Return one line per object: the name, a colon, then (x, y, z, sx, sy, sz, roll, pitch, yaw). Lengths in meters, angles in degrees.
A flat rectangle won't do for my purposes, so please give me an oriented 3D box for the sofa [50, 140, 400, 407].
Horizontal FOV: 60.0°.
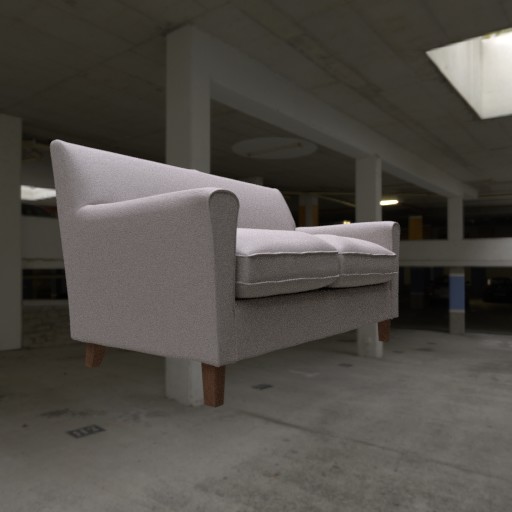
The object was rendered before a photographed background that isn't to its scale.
sofa: (0.000, 0.000, 2.024, 0.888, 0.890, 1.482, -1, -1, 38)
